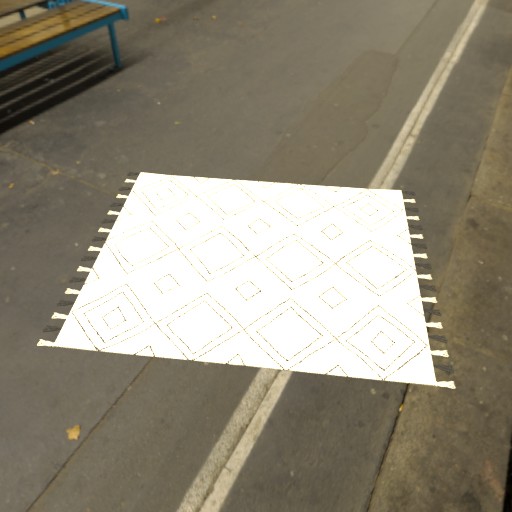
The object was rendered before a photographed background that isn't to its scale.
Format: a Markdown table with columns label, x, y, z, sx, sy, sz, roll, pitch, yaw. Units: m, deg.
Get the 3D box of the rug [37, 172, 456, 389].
| label | x | y | z | sx | sy | sz | roll | pitch | yaw |
| --- | --- | --- | --- | --- | --- | --- | --- | --- | --- |
| rug | 0.000 | 0.000 | 4.155 | 3.221 | 0.026 | 2.342 | 5 | 46 | 5 |
